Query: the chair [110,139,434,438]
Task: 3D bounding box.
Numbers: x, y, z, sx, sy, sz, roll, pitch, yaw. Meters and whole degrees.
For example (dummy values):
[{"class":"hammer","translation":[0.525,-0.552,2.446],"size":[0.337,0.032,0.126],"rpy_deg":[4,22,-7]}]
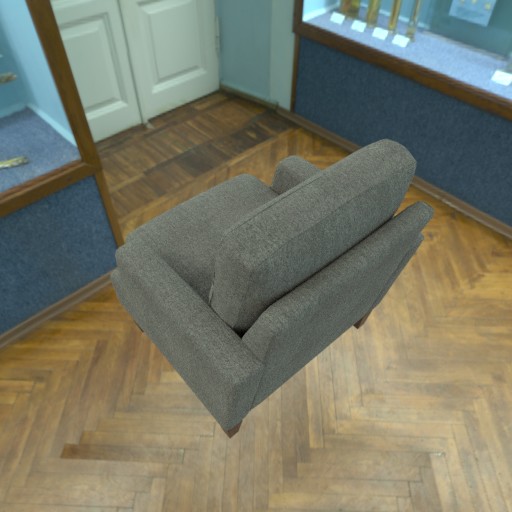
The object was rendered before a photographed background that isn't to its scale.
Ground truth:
[{"class":"chair","translation":[0.000,0.000,1.643],"size":[0.855,0.993,0.897],"rpy_deg":[-33,55,-26]}]
